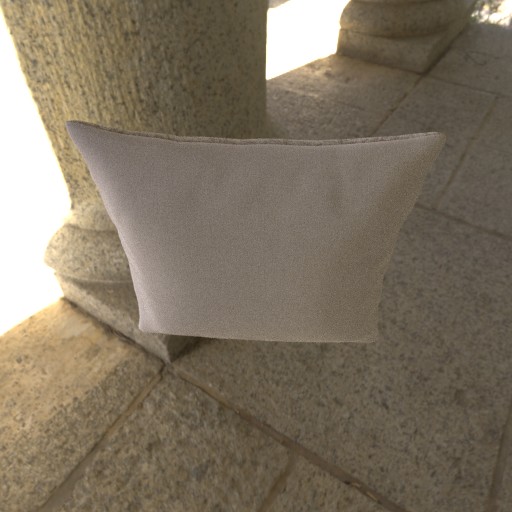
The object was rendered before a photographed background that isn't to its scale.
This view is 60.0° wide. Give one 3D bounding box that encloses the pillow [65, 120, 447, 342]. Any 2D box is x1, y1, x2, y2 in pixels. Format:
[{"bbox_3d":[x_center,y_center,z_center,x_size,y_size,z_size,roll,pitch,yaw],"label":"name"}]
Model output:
[{"bbox_3d":[0.000,0.000,0.783,0.523,0.510,0.166,3,46,2],"label":"pillow"}]
